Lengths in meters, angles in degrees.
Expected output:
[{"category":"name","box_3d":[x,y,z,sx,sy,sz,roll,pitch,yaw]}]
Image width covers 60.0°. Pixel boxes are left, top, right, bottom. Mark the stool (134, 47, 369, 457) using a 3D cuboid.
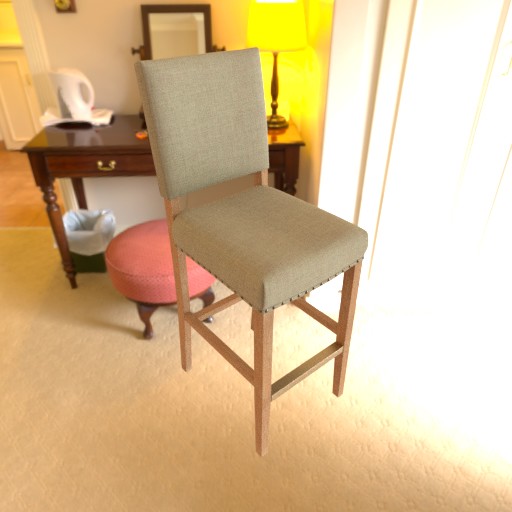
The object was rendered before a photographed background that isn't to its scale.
[{"category":"stool","box_3d":[0.000,0.000,1.498,0.445,1.203,0.585,-24,40,-33]}]
